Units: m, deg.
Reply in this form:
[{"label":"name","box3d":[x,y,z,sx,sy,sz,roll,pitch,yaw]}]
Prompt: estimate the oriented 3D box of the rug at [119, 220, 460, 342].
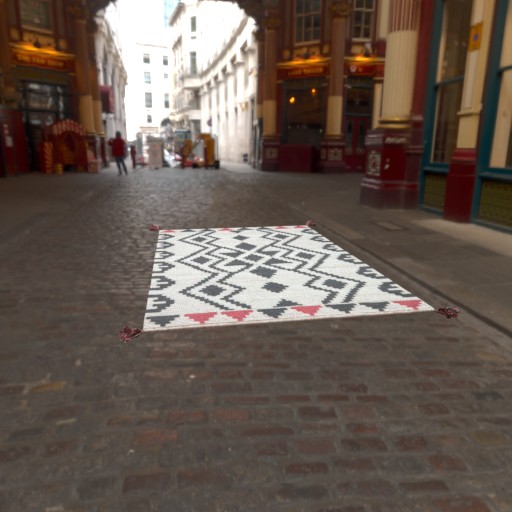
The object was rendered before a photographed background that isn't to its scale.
[{"label":"rug","box3d":[0.000,0.000,3.390,1.741,0.066,2.672,-3,15,-10]}]
